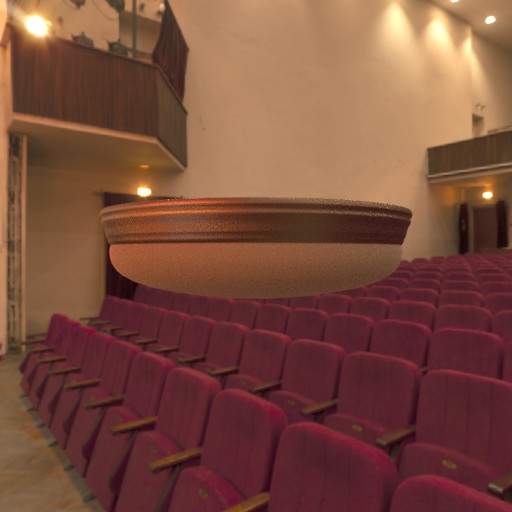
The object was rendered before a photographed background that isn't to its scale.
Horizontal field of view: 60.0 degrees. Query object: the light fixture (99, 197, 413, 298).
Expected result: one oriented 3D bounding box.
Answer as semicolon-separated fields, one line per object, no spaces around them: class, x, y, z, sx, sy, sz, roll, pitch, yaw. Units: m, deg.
light fixture;0.000;0.000;0.552;0.368;0.100;0.368;0;0;0
